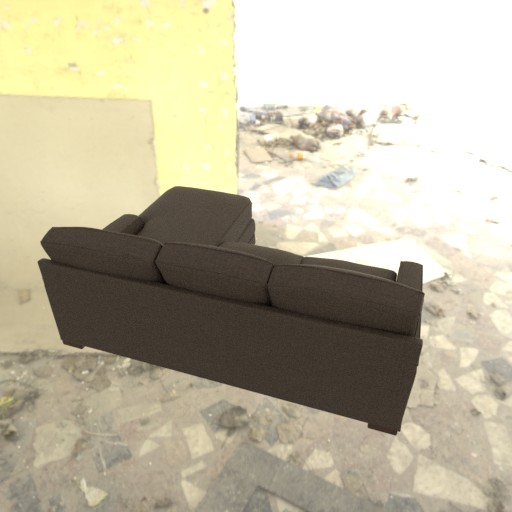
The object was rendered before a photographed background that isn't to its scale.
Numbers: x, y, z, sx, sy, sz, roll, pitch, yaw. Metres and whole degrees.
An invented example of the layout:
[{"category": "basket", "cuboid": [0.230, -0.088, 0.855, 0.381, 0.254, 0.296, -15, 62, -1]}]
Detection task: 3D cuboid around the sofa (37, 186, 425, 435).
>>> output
[{"category": "sofa", "cuboid": [0.000, 0.000, 3.345, 2.370, 0.973, 1.790, 10, 34, 16]}]
